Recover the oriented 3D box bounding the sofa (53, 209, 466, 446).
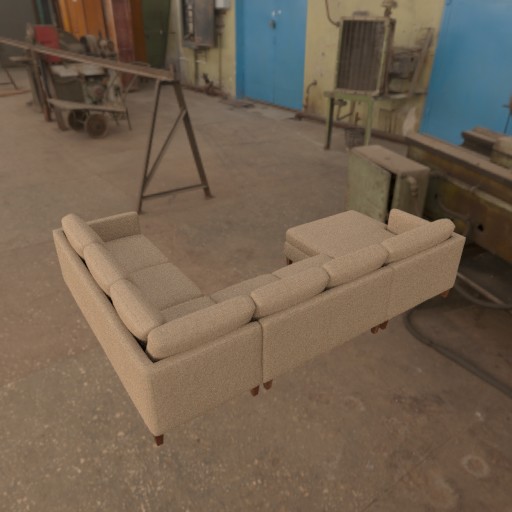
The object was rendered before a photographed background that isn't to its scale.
[{"bbox_3d":[0.000,0.000,4.593,3.403,0.889,2.551,-18,34,-29],"label":"sofa"}]
